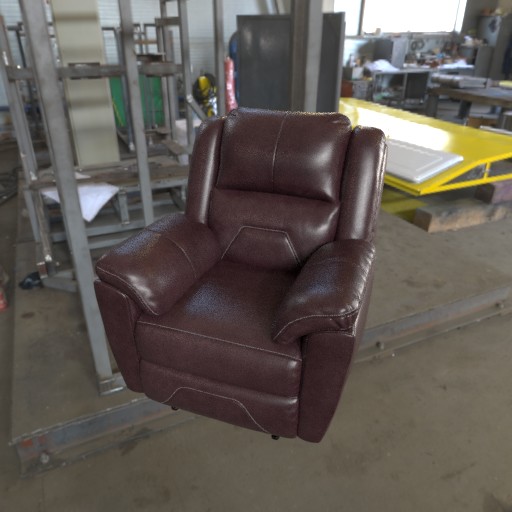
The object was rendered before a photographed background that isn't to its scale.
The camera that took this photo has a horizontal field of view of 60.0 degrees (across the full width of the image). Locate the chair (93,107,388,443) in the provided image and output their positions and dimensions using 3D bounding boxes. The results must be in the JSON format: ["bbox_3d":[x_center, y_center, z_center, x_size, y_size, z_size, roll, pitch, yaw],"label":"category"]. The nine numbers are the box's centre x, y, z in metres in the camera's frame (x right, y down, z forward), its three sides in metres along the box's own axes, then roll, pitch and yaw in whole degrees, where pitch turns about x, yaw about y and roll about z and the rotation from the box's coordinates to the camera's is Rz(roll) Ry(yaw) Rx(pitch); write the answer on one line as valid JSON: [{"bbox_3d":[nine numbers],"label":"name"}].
[{"bbox_3d":[0.000,0.000,1.915,0.990,1.093,1.041,9,29,17],"label":"chair"}]
